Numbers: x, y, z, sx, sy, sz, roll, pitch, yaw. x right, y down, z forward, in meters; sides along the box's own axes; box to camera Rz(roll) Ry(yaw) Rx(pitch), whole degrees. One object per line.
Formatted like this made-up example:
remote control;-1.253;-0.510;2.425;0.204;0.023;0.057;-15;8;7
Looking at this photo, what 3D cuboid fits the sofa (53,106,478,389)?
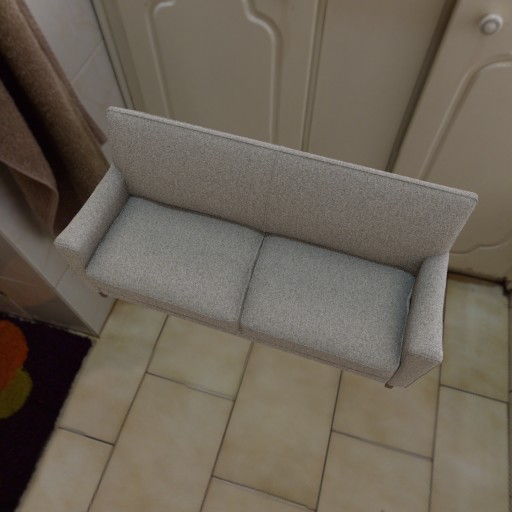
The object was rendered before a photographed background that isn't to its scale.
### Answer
sofa;0.000;0.000;2.485;2.026;0.942;0.854;16;60;9
